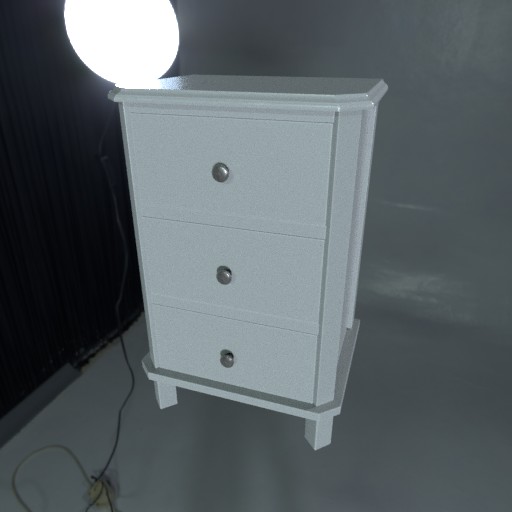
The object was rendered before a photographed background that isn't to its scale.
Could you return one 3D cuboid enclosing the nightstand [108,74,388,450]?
[{"bbox_3d":[0.000,0.000,0.932,0.435,0.680,0.348,8,27,17],"label":"nightstand"}]
